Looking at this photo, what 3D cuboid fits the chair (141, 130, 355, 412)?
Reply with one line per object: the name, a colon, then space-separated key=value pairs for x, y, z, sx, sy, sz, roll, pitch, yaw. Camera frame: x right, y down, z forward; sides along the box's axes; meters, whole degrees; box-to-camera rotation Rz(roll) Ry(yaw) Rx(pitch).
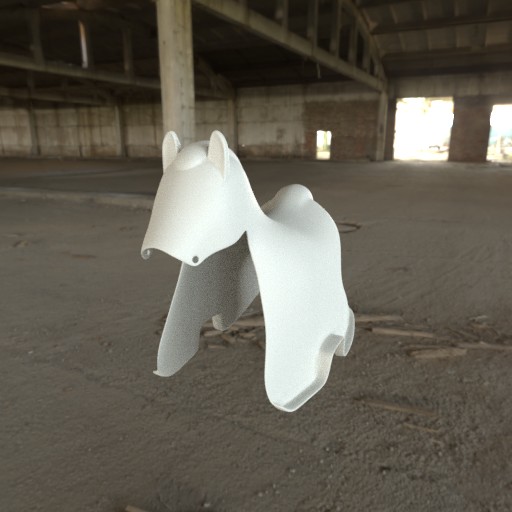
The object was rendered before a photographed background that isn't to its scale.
chair: x=0.000 y=0.000 z=1.136 sx=0.429 sy=0.612 sz=0.800 roll=7 pitch=17 yaw=25
